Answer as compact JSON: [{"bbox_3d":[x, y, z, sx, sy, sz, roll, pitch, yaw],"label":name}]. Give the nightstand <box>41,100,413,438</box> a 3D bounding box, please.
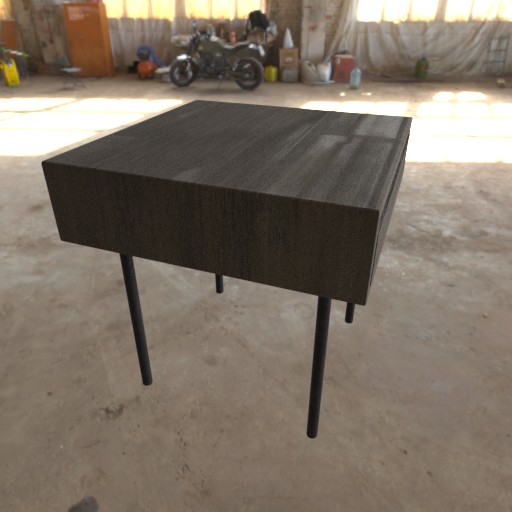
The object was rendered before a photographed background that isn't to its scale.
[{"bbox_3d":[0.000,0.000,0.915,0.503,0.497,0.502,11,32,18],"label":"nightstand"}]
